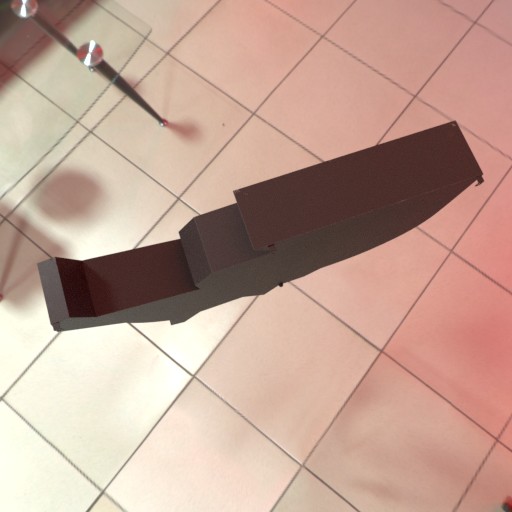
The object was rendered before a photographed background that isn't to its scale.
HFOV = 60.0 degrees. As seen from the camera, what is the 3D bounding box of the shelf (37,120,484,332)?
[{"bbox_3d":[0.000,0.000,0.892,0.729,0.439,0.112,-18,76,-5],"label":"shelf"}]
